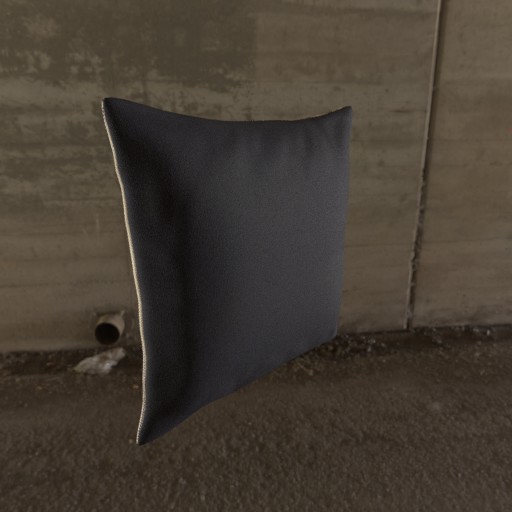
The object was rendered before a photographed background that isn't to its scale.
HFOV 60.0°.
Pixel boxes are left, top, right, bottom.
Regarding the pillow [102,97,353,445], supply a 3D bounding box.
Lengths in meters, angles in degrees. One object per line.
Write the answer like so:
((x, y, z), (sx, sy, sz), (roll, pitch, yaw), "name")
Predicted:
((0.000, 0.000, 0.776), (0.520, 0.508, 0.166), (-16, 23, -42), "pillow")
